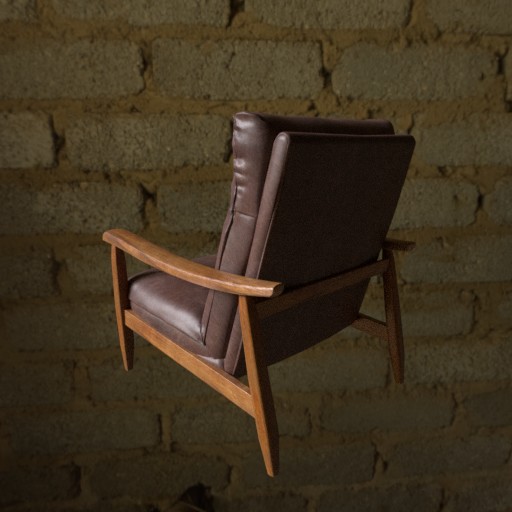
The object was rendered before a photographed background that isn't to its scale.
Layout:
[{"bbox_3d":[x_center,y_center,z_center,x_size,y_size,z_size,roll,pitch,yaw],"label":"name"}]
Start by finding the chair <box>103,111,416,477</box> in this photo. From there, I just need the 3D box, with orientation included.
[{"bbox_3d":[0.000,0.000,1.521,0.782,0.897,0.830,-13,20,-42],"label":"chair"}]
